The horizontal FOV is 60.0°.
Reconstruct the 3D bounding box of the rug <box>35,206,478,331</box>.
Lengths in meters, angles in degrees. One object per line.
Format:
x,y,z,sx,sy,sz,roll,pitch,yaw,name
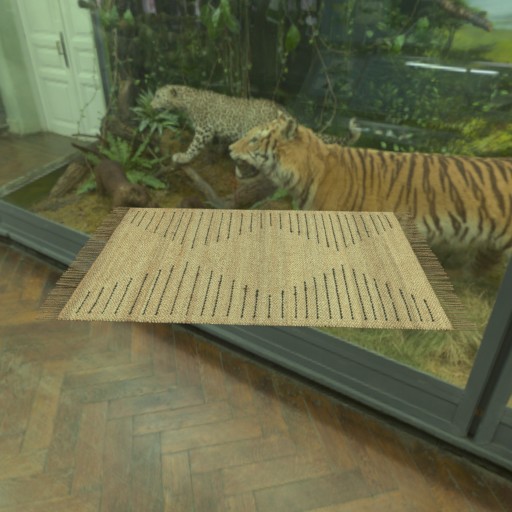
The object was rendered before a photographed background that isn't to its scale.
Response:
0.000,0.000,2.559,2.085,0.027,1.224,1,31,2,rug
